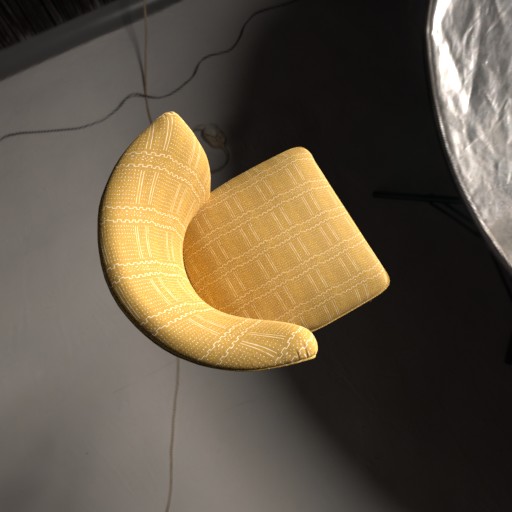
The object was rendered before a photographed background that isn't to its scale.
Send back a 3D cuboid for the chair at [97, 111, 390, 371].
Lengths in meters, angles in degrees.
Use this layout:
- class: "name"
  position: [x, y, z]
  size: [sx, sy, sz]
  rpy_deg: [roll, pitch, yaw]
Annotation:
- class: "chair"
  position: [0.000, 0.000, 1.446]
  size: [0.758, 0.866, 0.706]
  rpy_deg: [-29, 78, -7]
